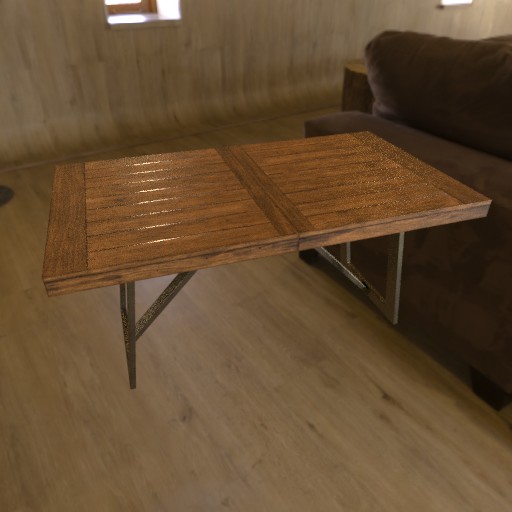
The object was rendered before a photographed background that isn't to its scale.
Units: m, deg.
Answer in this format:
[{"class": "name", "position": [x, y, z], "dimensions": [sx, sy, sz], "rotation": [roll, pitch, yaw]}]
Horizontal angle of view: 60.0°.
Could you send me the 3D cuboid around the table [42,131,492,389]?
[{"class": "table", "position": [0.000, 0.000, 2.097], "dimensions": [1.641, 0.757, 0.931], "rotation": [-10, 34, -16]}]
